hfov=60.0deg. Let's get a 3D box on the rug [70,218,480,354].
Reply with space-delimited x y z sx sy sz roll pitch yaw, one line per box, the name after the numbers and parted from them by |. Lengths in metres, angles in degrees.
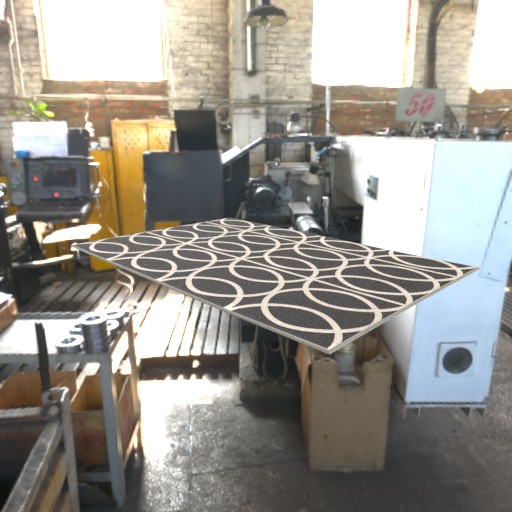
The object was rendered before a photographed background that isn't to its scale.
0.000 0.000 2.929 1.528 0.014 2.294 -15 21 -43 | rug
